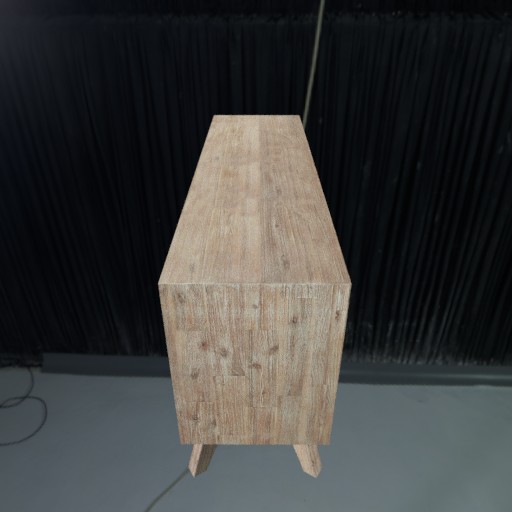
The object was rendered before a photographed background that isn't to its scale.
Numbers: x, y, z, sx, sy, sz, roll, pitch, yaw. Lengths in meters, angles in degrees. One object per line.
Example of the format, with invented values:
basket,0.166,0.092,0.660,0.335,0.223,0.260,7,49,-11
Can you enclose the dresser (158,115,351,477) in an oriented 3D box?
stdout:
dresser,0.000,0.000,1.912,0.455,0.805,1.554,0,32,0
